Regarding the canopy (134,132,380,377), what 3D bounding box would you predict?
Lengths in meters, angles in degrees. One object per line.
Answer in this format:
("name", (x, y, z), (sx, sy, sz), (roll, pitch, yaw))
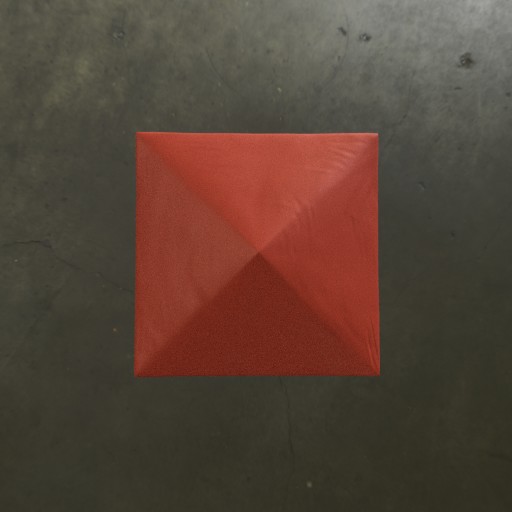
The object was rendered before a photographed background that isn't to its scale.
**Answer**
("canopy", (0.000, 0.000, 5.167), (2.849, 2.850, 2.850), (0, 89, -1))
